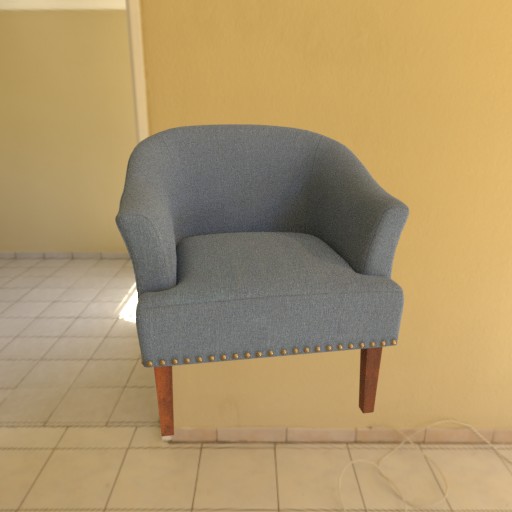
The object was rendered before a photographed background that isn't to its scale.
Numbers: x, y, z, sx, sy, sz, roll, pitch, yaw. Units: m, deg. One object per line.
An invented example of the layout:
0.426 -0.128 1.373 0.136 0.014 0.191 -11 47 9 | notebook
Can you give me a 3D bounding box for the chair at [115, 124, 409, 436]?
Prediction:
0.000 0.000 1.437 0.798 0.815 0.704 -3 17 -10 | chair
